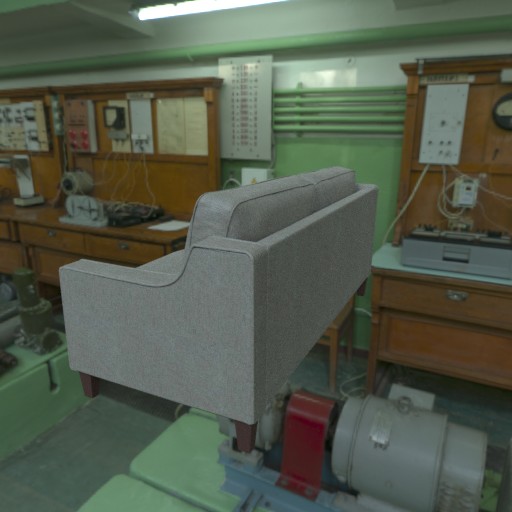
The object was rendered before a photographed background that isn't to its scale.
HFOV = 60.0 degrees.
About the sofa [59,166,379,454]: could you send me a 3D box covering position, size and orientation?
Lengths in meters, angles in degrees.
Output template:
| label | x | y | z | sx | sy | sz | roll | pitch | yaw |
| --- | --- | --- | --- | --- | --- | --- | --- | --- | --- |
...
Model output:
| label | x | y | z | sx | sy | sz | roll | pitch | yaw |
| --- | --- | --- | --- | --- | --- | --- | --- | --- | --- |
| sofa | 0.000 | 0.000 | 2.839 | 1.073 | 1.074 | 2.181 | 8 | 18 | 25 |
